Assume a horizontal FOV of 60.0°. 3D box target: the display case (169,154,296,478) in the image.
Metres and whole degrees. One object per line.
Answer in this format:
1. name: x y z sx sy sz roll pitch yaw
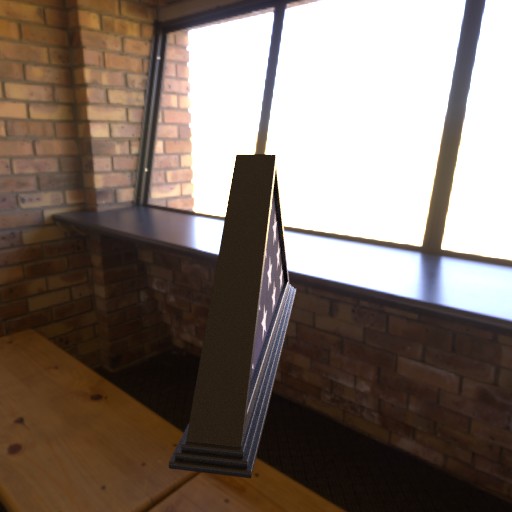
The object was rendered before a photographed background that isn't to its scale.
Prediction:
1. display case: 0.000 0.000 0.759 0.095 0.340 0.640 2 15 9
